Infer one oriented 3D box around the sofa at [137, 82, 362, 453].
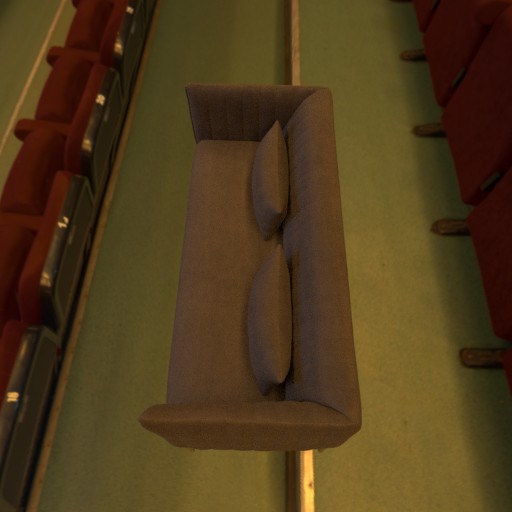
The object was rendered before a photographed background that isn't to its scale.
[{"bbox_3d":[0.000,0.000,2.469,0.876,0.780,1.980,1,61,1],"label":"sofa"}]
